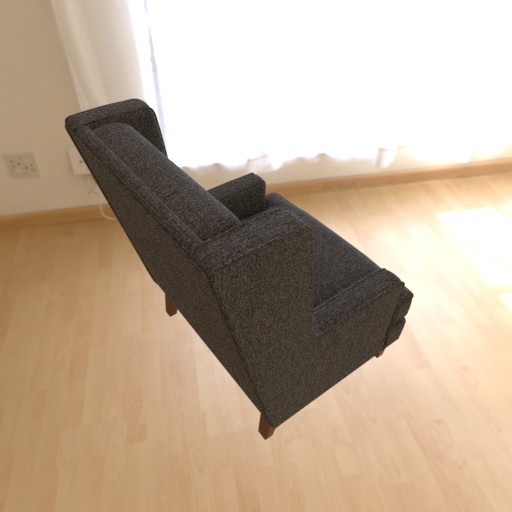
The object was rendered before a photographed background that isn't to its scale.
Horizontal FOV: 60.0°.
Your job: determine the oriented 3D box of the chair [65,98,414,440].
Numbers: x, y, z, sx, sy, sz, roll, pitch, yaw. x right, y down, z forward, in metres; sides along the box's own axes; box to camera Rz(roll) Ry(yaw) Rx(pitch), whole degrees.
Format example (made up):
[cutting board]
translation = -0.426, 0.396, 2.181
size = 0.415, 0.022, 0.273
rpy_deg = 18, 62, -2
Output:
[chair]
translation = 0.000, 0.000, 1.760
size = 0.927, 1.082, 0.942
rpy_deg = -26, 48, -26
